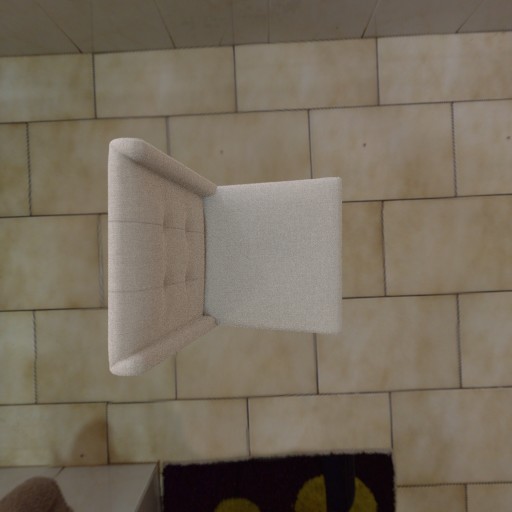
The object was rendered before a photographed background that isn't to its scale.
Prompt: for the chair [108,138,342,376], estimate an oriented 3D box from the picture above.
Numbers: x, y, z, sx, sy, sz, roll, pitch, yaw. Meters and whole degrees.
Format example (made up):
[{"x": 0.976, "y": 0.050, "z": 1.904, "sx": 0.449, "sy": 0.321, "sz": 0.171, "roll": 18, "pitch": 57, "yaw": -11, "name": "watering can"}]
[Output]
[{"x": 0.000, "y": 0.000, "z": 1.263, "sx": 0.523, "sy": 0.961, "sz": 0.474, "roll": 0, "pitch": 90, "yaw": 1, "name": "chair"}]
